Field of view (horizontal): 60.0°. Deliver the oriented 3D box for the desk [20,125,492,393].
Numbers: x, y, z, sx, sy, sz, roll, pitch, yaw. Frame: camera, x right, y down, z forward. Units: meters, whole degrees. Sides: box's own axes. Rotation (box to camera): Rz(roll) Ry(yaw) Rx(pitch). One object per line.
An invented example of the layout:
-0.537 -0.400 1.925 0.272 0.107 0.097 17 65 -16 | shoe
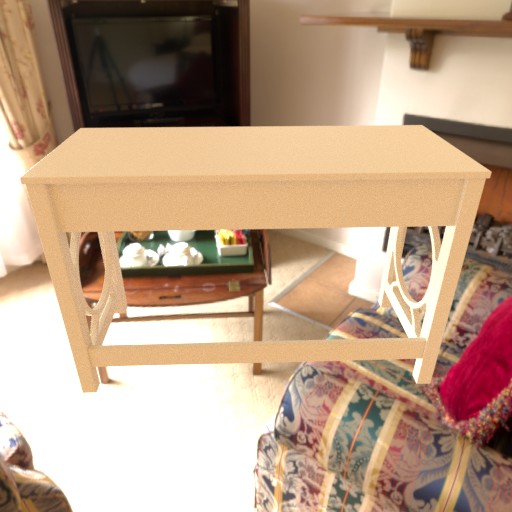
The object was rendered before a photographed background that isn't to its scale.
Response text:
0.000 0.000 1.523 1.191 0.762 0.504 -1 30 -2 | desk
